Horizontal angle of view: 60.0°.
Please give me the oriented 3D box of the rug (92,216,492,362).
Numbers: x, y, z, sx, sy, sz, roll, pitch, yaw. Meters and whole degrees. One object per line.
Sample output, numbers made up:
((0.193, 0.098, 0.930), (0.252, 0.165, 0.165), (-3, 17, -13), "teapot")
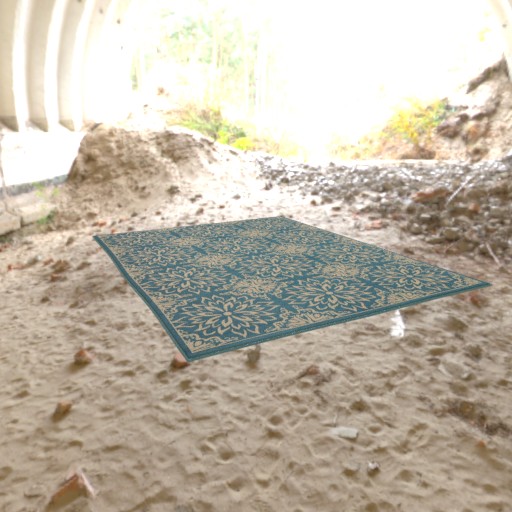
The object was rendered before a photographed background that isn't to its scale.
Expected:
((0.000, 0.000, 3.968), (2.350, 0.018, 2.964), (-8, 18, -27), "rug")
